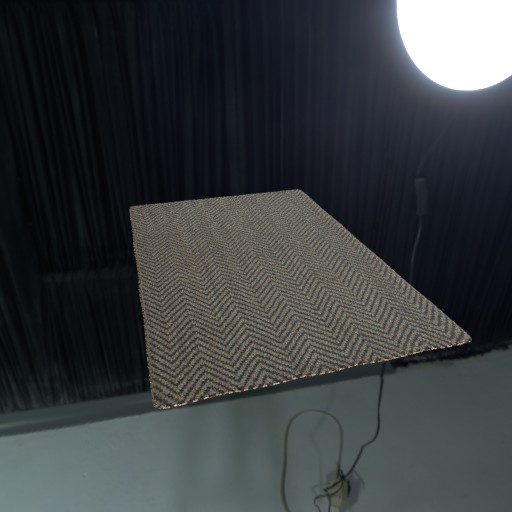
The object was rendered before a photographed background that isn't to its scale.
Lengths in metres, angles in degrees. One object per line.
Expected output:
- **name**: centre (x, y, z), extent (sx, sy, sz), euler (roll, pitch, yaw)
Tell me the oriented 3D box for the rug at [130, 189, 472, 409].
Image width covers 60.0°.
- **rug**: centre (0.000, 0.000, 2.330), extent (1.219, 0.008, 1.828), euler (-8, 29, -15)
